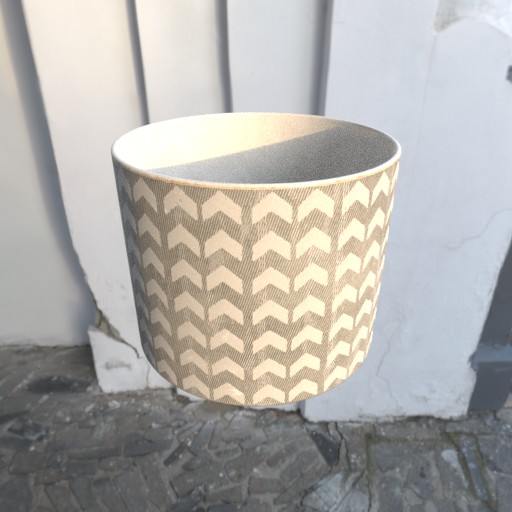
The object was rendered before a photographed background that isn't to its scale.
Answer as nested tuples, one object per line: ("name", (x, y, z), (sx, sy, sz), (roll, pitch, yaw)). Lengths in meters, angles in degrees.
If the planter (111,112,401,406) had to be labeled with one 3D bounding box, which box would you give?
("planter", (0.000, 0.000, 0.344), (0.190, 0.181, 0.190), (0, 28, 0))
